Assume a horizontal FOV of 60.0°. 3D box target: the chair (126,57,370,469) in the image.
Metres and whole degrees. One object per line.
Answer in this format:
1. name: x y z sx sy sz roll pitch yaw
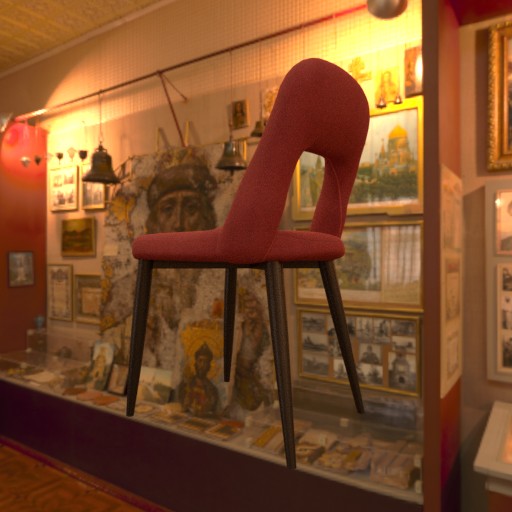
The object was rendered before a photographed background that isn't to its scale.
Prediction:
1. chair: 0.000 0.000 1.222 0.569 0.892 0.483 0 0 36
